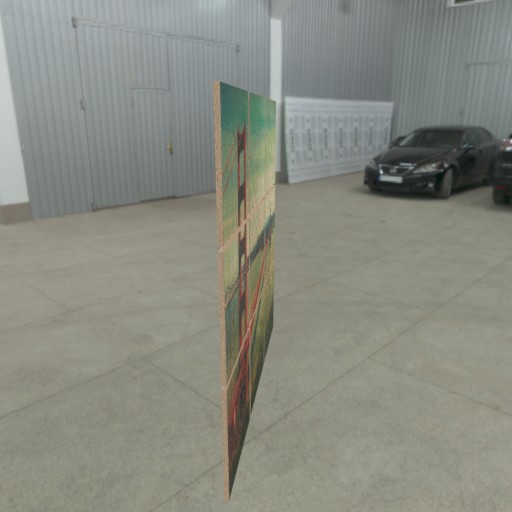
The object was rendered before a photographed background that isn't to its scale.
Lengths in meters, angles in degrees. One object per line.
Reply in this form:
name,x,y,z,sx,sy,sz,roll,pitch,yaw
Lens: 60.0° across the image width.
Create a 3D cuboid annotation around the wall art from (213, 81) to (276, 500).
wall art,0.000,0.000,1.330,0.012,0.910,0.917,3,17,8
